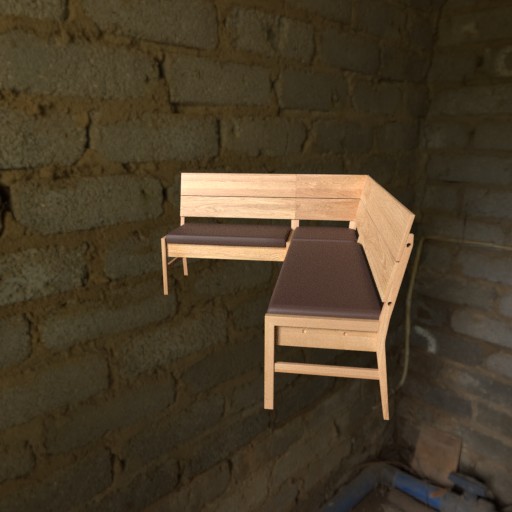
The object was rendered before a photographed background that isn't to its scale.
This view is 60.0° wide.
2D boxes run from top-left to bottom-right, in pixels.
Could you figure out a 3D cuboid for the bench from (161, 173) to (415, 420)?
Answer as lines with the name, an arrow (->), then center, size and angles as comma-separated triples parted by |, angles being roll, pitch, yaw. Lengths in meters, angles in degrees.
bench -> 0.000, 0.000, 2.826 | 1.549, 0.890, 1.975 | 2, 15, 7
